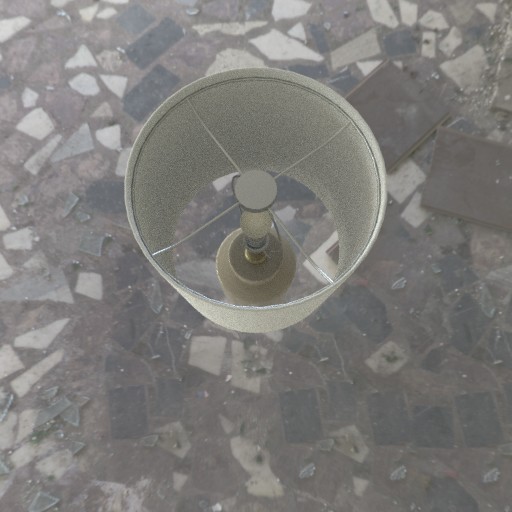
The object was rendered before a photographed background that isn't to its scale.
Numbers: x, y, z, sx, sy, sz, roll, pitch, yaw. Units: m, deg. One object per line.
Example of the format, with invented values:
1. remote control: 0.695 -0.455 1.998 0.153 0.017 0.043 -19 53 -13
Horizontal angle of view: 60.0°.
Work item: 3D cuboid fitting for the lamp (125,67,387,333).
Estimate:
1. lamp: 0.000 0.000 0.595 0.212 0.493 0.212 -35 78 -8
